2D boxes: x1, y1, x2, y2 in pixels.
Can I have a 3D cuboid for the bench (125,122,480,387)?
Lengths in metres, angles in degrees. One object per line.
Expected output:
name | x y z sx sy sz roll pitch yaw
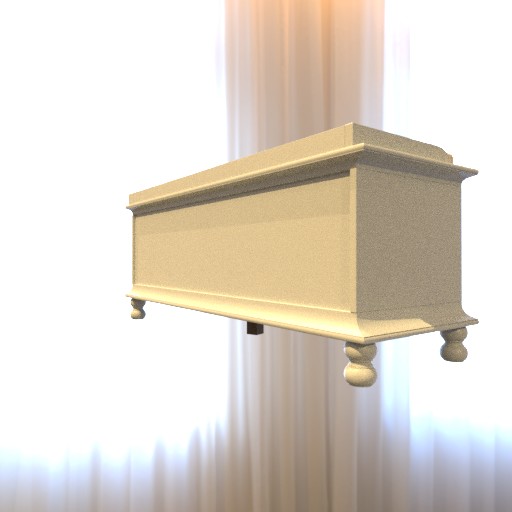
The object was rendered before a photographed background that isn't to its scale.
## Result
bench | 0.000 0.000 1.375 0.402 0.486 1.185 0 0 -36
